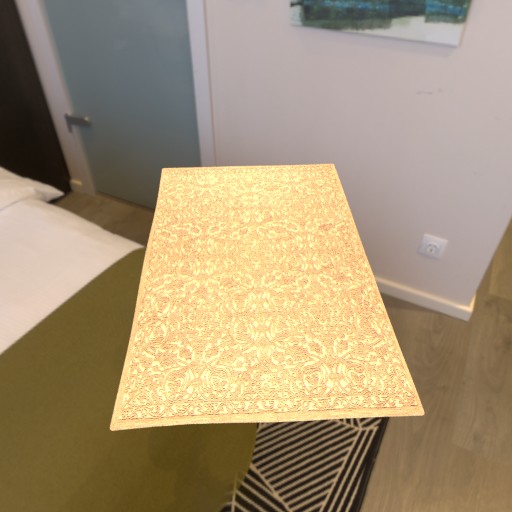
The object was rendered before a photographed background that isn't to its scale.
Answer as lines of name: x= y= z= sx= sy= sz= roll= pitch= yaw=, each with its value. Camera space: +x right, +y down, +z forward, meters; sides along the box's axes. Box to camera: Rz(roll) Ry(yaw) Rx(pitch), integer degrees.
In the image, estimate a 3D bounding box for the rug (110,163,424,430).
rug: x=0.000 y=0.000 z=3.047 sx=1.529 sy=0.012 sz=2.435 roll=-2 pitch=42 yaw=-2
